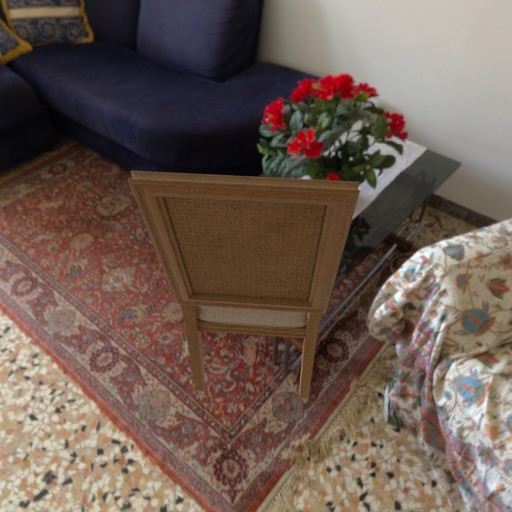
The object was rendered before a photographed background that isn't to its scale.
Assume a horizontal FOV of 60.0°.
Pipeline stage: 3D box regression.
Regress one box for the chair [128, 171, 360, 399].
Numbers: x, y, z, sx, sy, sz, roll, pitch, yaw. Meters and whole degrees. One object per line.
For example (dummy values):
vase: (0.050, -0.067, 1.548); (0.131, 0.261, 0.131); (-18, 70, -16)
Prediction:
chair: (0.000, 0.000, 1.347); (0.536, 0.988, 0.601); (3, 46, 3)
